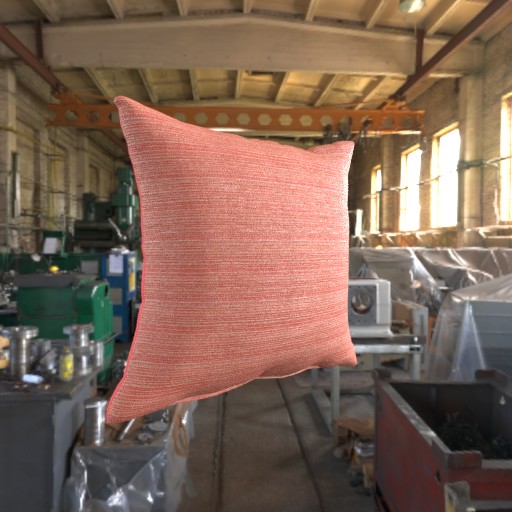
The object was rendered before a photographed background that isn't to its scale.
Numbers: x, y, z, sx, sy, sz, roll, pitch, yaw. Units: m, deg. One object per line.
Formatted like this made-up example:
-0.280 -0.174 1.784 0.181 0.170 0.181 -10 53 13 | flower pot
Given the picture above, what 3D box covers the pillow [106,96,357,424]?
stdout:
0.000 0.000 0.827 0.559 0.501 0.229 -1 1 -37 | pillow
